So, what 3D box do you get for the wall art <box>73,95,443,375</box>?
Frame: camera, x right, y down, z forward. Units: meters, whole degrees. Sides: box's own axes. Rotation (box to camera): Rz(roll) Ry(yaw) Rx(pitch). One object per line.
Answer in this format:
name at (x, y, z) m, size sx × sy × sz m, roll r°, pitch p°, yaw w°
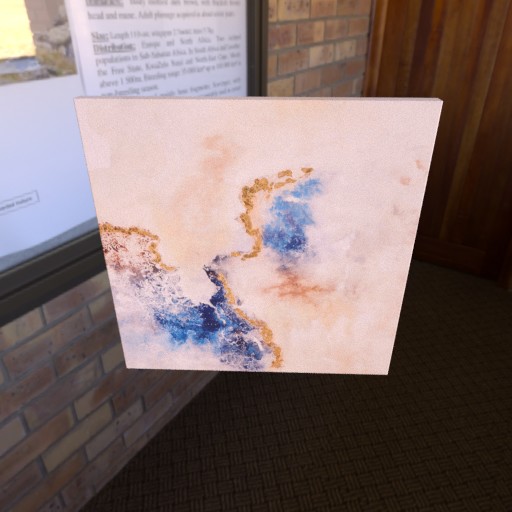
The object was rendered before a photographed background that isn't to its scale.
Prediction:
wall art at (0.000, 0.000, 1.302) m, size 0.889 × 0.889 × 0.038 m, roll 1°, pitch 30°, yaw 2°
